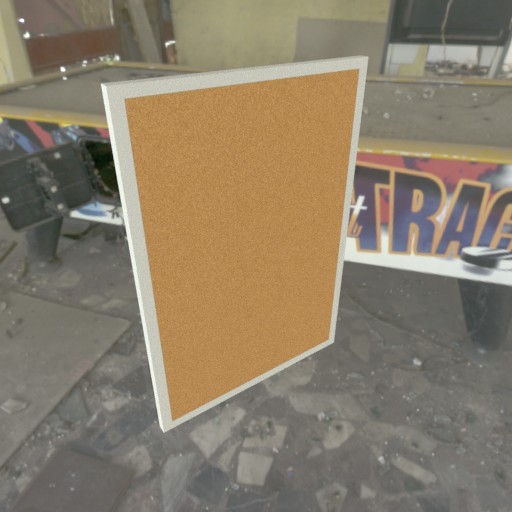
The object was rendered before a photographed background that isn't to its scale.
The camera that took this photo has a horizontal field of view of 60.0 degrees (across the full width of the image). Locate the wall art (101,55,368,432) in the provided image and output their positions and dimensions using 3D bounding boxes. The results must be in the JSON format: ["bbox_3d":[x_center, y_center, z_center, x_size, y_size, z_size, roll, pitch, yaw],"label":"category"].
[{"bbox_3d":[0.000,0.000,0.548,0.303,0.433,0.013,-20,37,-29],"label":"wall art"}]
